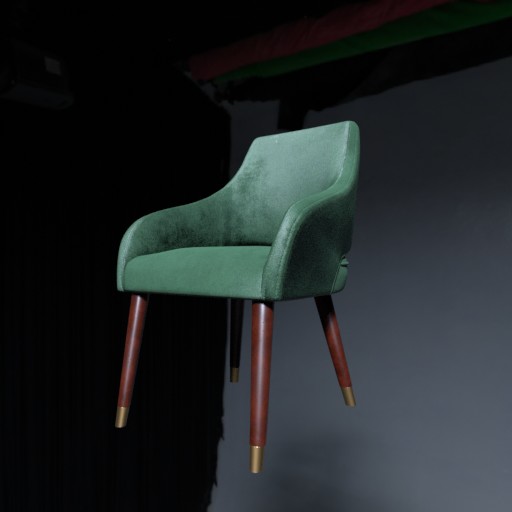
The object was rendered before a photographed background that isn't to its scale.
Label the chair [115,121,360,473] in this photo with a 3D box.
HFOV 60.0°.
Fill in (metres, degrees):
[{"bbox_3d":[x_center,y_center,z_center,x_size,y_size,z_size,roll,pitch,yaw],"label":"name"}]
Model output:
[{"bbox_3d":[0.000,0.000,1.580,0.683,1.081,0.794,0,0,34],"label":"chair"}]
